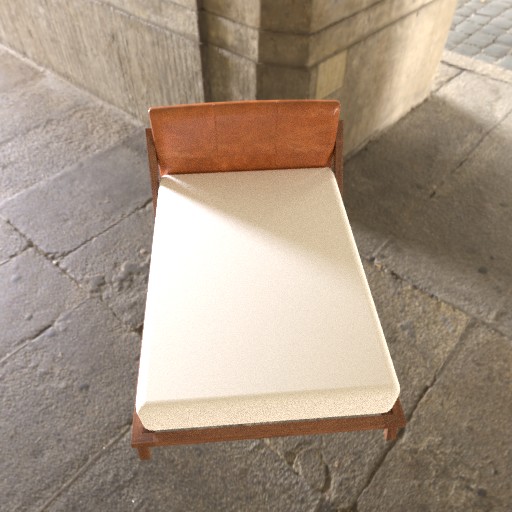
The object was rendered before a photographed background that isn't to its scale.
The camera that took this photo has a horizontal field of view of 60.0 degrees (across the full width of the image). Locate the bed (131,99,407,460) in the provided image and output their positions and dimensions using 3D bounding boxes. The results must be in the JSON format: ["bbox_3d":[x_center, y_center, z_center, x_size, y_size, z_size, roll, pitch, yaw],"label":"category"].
[{"bbox_3d":[0.000,0.000,3.182,1.651,1.168,2.311,-3,48,-3],"label":"bed"}]
